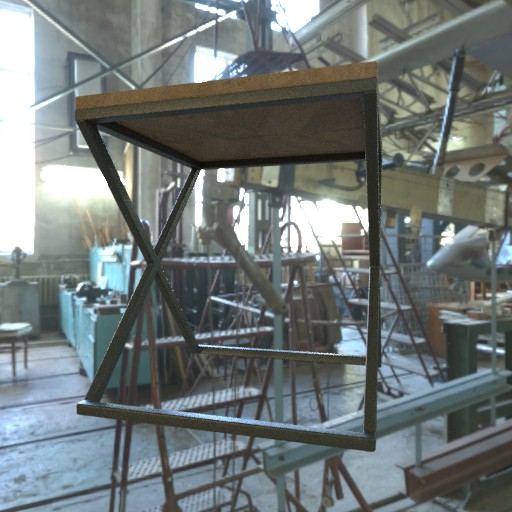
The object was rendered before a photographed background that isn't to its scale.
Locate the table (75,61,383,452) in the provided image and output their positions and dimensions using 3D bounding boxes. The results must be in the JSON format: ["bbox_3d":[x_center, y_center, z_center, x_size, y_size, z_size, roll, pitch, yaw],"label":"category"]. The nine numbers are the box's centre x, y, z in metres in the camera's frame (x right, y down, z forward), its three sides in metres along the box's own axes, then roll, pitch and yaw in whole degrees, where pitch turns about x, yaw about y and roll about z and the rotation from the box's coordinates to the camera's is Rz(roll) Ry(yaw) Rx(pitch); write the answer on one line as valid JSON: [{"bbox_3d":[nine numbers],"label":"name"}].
[{"bbox_3d":[0.000,0.000,0.924,0.499,0.550,0.498,0,1,17],"label":"table"}]
